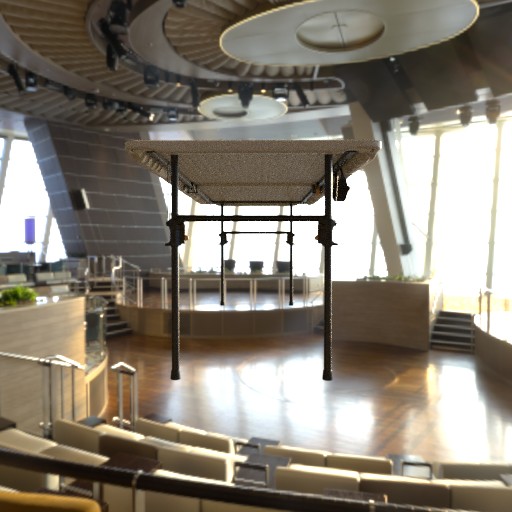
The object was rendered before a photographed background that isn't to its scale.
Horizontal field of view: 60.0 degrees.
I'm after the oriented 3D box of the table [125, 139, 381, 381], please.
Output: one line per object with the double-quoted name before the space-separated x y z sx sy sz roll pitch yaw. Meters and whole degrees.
"table" 0.000 0.000 2.190 0.761 0.719 1.829 0 2 1
